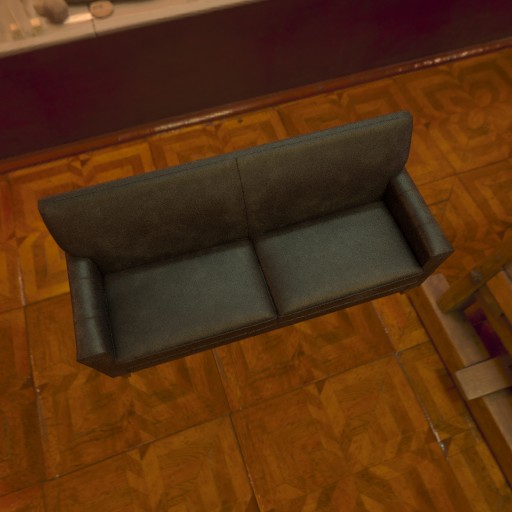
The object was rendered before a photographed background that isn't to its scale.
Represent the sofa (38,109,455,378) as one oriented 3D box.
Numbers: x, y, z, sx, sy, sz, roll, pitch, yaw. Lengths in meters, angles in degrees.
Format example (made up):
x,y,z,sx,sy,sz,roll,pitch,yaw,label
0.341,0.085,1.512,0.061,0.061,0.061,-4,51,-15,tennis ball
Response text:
x,y,z,sx,sy,sz,roll,pitch,yaw,label
0.000,0.000,2.572,2.053,0.947,0.805,-15,65,-8,sofa
